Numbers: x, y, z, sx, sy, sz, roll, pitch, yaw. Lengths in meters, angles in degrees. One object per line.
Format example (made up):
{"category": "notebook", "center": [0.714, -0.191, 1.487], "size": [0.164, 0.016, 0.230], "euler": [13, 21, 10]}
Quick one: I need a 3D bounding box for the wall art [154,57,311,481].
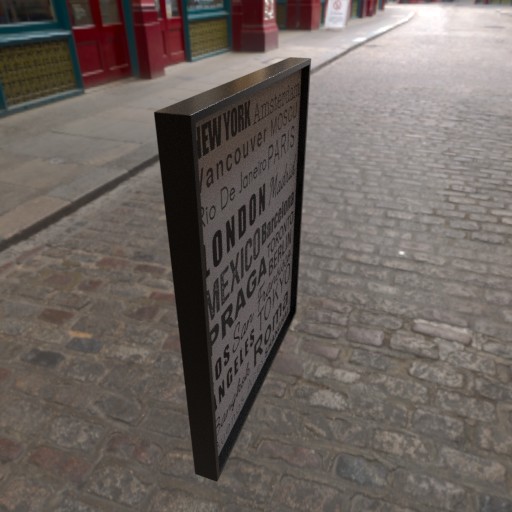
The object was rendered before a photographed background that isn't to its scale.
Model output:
{"category": "wall art", "center": [0.000, 0.000, 0.728], "size": [0.038, 0.551, 0.448], "euler": [11, 32, 17]}
